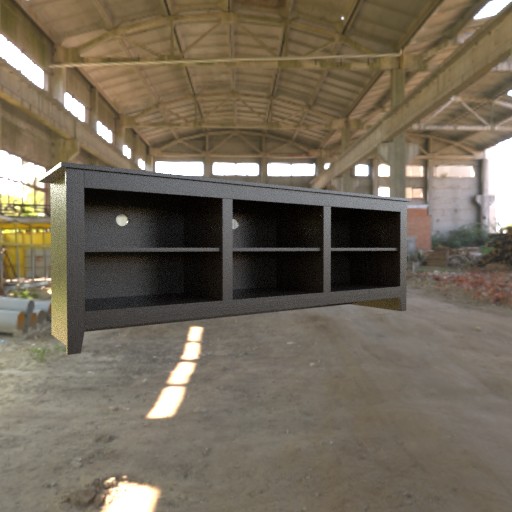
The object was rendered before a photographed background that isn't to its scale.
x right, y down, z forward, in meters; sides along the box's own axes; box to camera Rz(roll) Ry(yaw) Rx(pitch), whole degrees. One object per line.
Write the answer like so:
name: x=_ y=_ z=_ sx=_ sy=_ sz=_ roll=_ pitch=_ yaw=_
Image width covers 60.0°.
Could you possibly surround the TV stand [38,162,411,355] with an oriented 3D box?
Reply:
TV stand: x=0.000 y=0.000 z=2.067 sx=1.778 sy=0.610 sz=0.406 roll=-1 pitch=1 yaw=-35
